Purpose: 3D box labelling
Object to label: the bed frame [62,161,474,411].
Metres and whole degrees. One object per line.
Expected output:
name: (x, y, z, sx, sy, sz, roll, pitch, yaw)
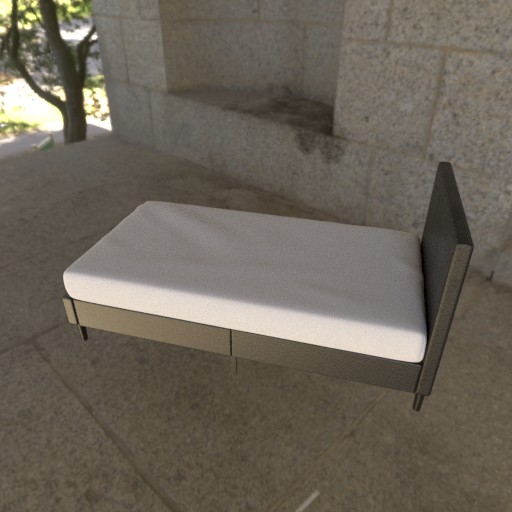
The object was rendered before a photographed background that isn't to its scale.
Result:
bed frame: (0.000, 0.000, 2.555, 2.152, 1.046, 1.038, 8, 32, 13)
